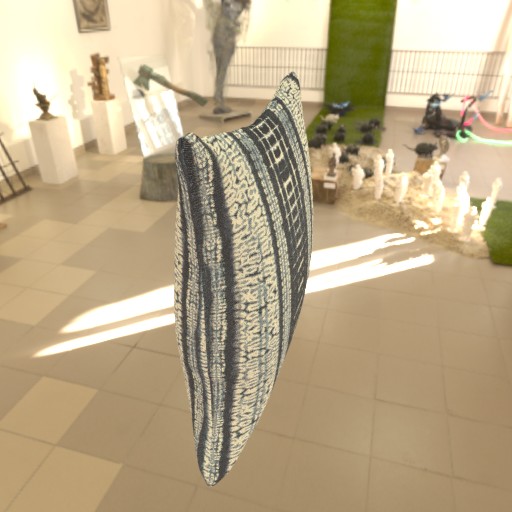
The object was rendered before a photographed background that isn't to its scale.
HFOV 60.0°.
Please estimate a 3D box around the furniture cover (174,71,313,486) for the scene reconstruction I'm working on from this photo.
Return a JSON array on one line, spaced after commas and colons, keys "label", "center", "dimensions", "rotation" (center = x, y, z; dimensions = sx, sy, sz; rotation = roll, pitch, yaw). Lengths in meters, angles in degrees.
[{"label": "furniture cover", "center": [0.000, 0.000, 0.621], "dimensions": [0.133, 0.435, 0.425], "rotation": [8, 30, 14]}]
